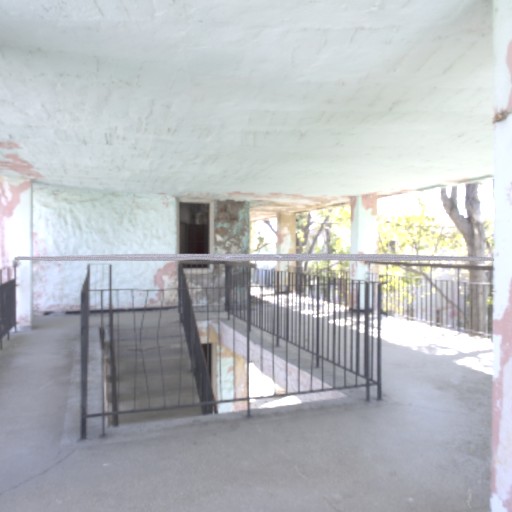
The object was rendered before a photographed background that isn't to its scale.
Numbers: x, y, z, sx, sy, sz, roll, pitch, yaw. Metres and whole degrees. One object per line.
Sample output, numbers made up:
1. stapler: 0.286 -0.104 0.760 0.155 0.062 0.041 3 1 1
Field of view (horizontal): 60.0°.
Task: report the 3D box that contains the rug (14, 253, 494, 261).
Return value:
1. rug: 0.000 0.000 0.860 0.639 0.006 0.548 0 1 1
